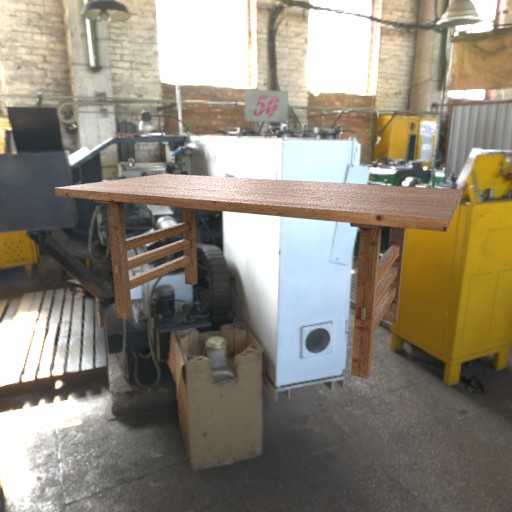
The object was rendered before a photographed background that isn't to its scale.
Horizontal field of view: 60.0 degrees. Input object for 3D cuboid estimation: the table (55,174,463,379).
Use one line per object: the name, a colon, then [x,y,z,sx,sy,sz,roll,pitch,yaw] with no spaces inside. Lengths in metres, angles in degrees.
table: [0.000,0.000,2.505,2.003,0.760,0.952,8,17,26]
